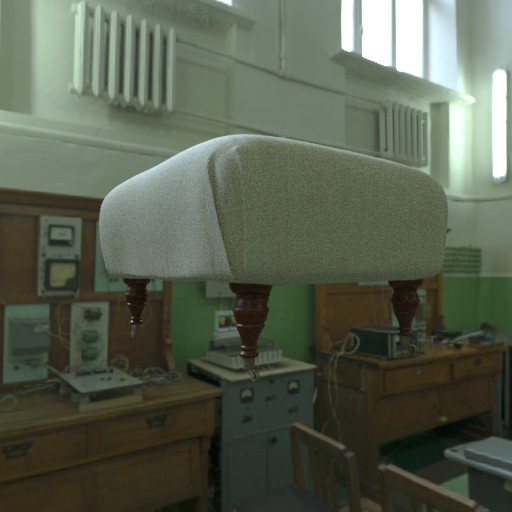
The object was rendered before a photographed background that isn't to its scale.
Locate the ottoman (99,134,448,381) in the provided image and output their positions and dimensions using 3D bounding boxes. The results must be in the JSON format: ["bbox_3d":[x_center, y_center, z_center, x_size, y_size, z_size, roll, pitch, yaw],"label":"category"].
[{"bbox_3d":[0.000,0.000,1.127,0.622,0.450,0.747,1,-2,-35],"label":"ottoman"}]
